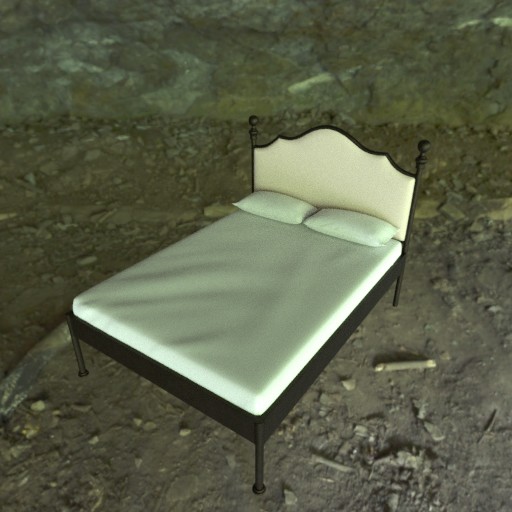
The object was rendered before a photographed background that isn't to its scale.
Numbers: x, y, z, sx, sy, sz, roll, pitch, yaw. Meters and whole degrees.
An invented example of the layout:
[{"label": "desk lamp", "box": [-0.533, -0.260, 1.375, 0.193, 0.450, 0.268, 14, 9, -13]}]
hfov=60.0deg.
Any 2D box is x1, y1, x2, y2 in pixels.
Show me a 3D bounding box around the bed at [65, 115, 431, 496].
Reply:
[{"label": "bed", "box": [0.000, 0.000, 3.245, 1.642, 1.499, 2.224, 19, 34, 30]}]
